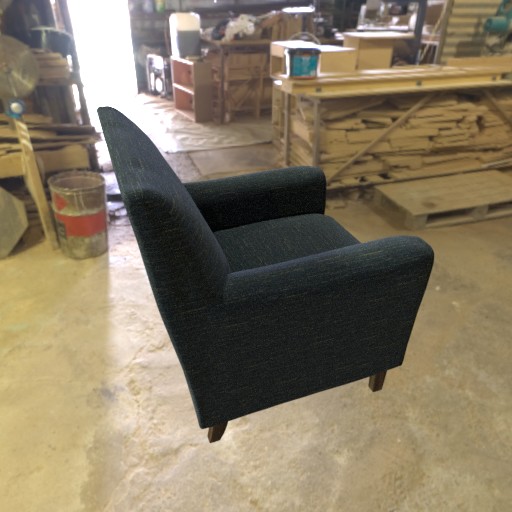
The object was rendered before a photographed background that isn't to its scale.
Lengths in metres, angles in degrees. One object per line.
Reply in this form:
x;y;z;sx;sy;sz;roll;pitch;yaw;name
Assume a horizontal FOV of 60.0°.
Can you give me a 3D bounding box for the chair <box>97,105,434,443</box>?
0.000;0.000;1.567;0.873;0.928;0.864;-11;32;-18;chair
